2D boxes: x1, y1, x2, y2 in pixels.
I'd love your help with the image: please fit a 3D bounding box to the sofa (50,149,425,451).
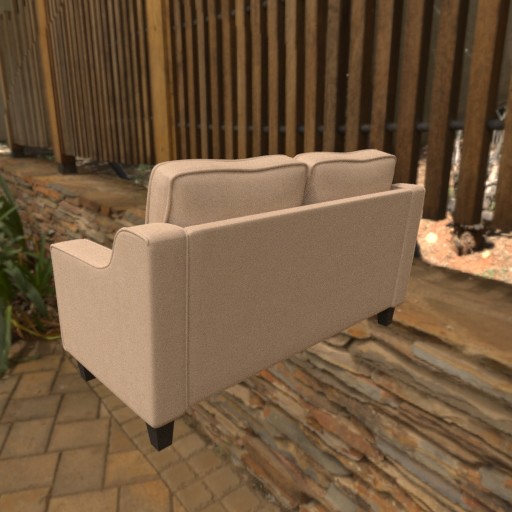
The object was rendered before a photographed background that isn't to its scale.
[{"bbox_3d":[0.000,0.000,3.397,2.587,1.562,1.351,-15,22,-41],"label":"sofa"}]
